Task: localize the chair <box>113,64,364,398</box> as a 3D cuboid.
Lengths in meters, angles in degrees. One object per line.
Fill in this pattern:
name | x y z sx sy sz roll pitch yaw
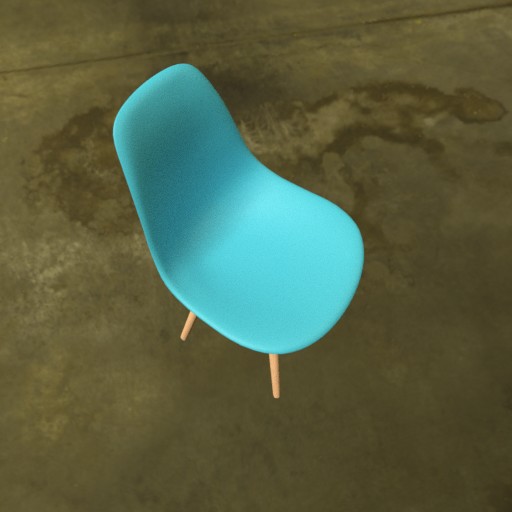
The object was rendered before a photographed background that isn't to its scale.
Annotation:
chair | 0.000 0.000 1.150 0.531 0.826 0.470 28 63 16
